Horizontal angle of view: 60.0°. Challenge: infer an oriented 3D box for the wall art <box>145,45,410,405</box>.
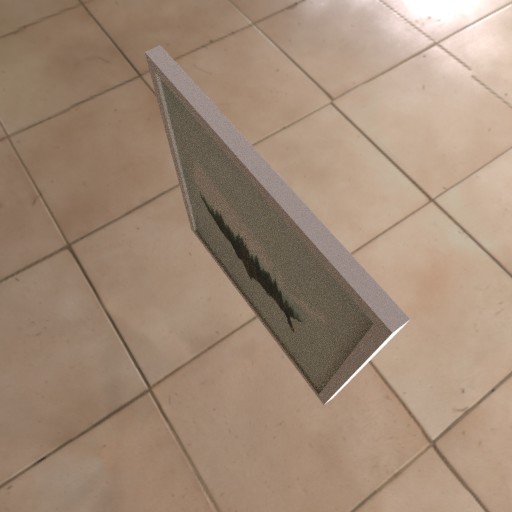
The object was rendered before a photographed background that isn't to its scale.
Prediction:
[{"bbox_3d":[0.000,0.000,1.157,0.038,0.762,0.762,-33,68,-15],"label":"wall art"}]
